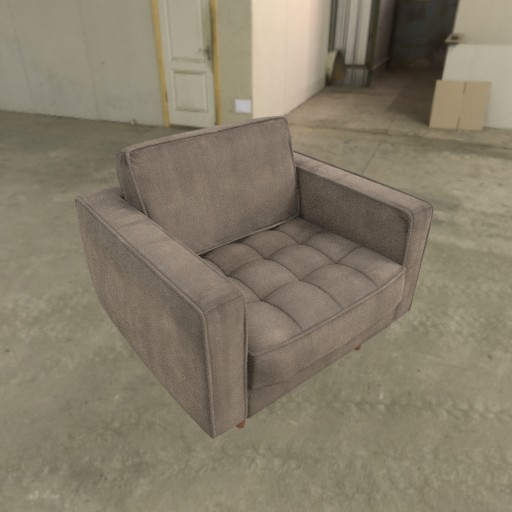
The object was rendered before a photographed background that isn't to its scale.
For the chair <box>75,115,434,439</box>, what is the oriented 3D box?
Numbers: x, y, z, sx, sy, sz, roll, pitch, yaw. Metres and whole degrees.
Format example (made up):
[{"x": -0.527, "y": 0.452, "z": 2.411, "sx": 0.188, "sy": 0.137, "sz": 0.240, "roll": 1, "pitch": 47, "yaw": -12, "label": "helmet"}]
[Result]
[{"x": 0.000, "y": 0.000, "z": 1.516, "sx": 0.928, "sy": 0.773, "sz": 0.843, "roll": -23, "pitch": 38, "yaw": -32, "label": "chair"}]
